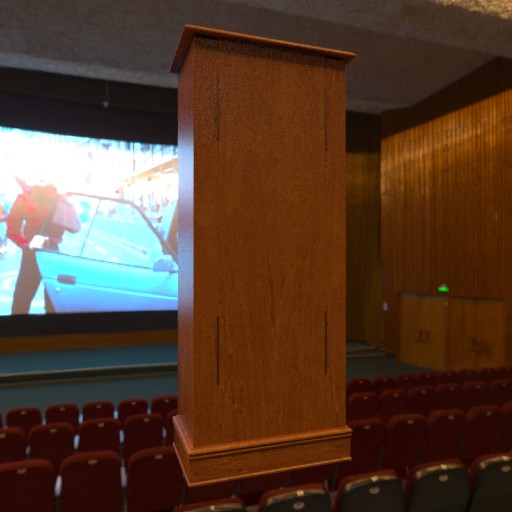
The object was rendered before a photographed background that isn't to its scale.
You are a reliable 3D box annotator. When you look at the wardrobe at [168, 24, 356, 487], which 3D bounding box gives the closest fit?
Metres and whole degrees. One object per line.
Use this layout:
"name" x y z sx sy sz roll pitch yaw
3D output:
"wardrobe" 0.000 0.000 1.105 0.406 0.959 0.273 0 0 -19
